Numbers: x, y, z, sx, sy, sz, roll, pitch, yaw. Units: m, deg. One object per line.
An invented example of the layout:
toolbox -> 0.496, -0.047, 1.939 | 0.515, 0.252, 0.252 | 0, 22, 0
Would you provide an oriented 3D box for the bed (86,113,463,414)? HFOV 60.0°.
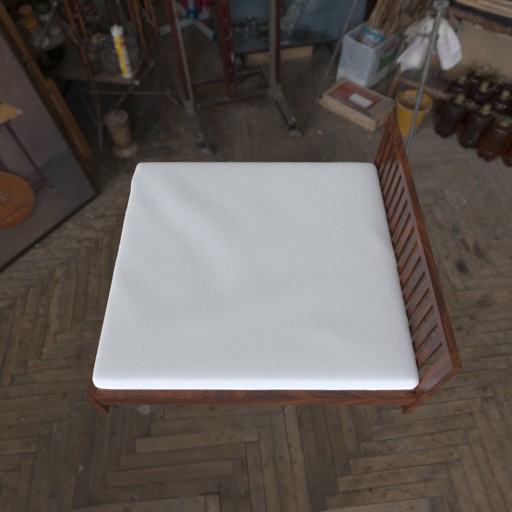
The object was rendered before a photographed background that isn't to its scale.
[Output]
bed -> 0.000, 0.000, 3.071 | 2.030, 0.890, 1.905 | 0, 56, 0
